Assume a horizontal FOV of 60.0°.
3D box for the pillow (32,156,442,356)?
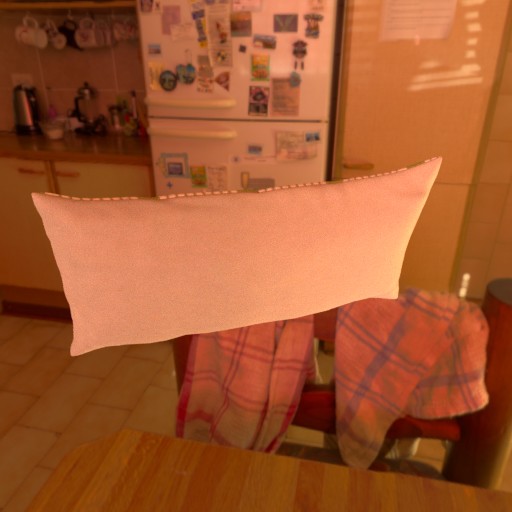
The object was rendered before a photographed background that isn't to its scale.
[{"bbox_3d":[0.000,0.000,0.715,0.608,0.292,0.156,-8,26,-16],"label":"pillow"}]
